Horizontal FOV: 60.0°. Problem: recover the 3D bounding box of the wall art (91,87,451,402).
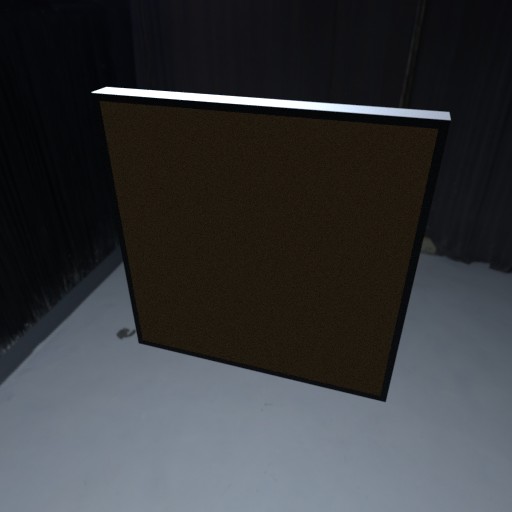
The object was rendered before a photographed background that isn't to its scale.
[{"bbox_3d":[0.000,0.000,0.754,0.509,0.509,0.040,10,33,15],"label":"wall art"}]
